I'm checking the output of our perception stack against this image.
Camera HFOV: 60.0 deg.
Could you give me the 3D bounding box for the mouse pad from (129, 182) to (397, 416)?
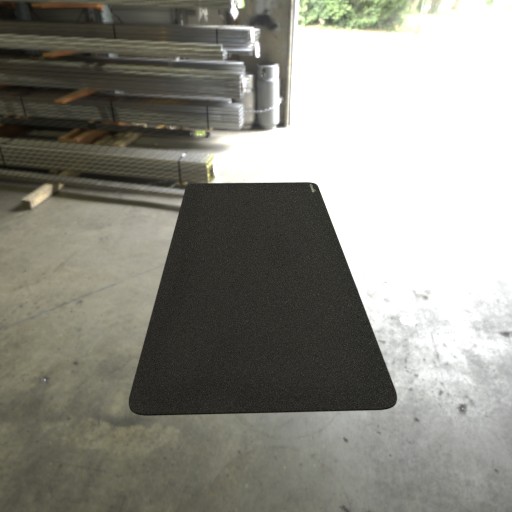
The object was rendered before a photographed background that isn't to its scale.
[{"bbox_3d":[0.000,0.000,1.060,0.424,0.003,0.907,-1,32,-1],"label":"mouse pad"}]
